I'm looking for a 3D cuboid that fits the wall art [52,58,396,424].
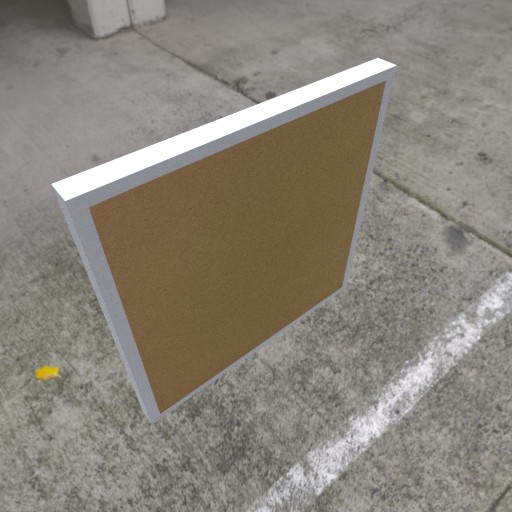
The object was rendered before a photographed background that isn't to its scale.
[{"bbox_3d":[0.000,0.000,0.734,0.508,0.507,0.035,-30,53,-26],"label":"wall art"}]
